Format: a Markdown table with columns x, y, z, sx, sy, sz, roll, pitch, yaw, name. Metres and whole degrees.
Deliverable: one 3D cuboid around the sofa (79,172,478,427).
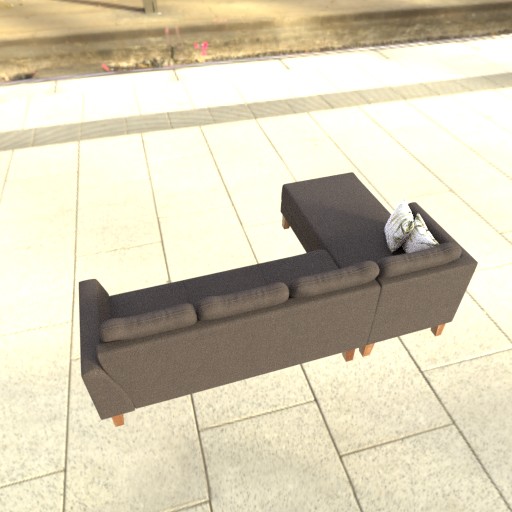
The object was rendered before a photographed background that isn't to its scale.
| x | y | z | sx | sy | sz | roll | pitch | yaw | name |
| --- | --- | --- | --- | --- | --- | --- | --- | --- | --- |
| 0.000 | 0.000 | 3.609 | 2.679 | 0.932 | 1.829 | -12 | 43 | -13 | sofa |
